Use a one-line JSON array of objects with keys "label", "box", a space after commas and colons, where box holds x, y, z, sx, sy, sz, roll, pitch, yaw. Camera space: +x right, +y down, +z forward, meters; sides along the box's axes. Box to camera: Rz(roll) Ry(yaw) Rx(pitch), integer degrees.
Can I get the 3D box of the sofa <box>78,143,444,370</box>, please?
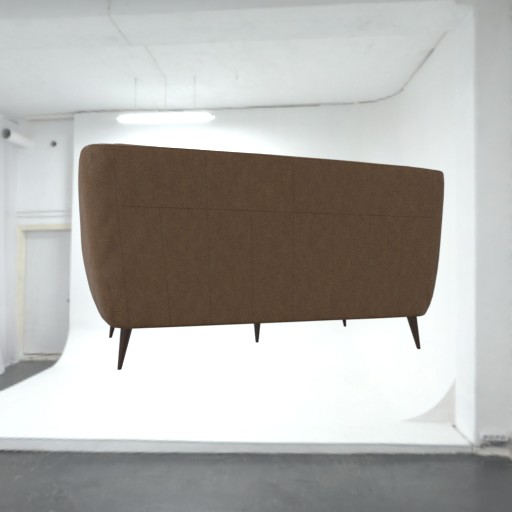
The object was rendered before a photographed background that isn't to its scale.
[{"label": "sofa", "box": [0.000, 0.000, 2.291, 1.731, 0.886, 0.981, 0, -1, -18]}]
